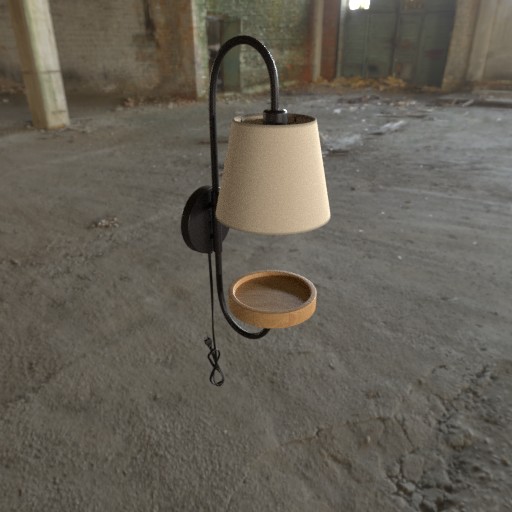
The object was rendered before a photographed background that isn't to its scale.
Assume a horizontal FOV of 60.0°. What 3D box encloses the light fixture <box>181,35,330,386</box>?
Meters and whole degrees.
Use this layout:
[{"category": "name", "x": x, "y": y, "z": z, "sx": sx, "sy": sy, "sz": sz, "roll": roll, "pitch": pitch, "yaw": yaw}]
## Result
[{"category": "light fixture", "x": 0.000, "y": 0.000, "z": 0.920, "sx": 0.299, "sy": 0.821, "sz": 0.220, "roll": 17, "pitch": 30, "yaw": 31}]
